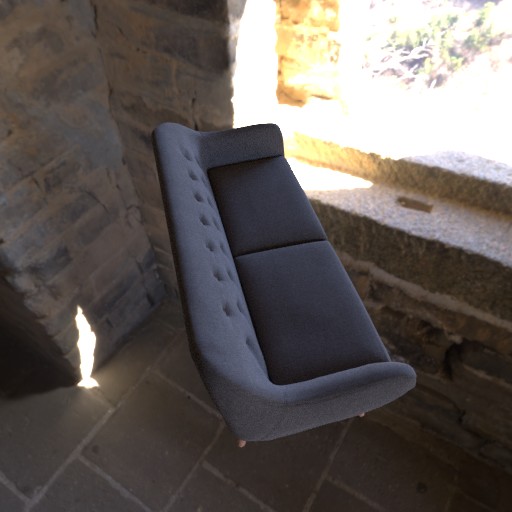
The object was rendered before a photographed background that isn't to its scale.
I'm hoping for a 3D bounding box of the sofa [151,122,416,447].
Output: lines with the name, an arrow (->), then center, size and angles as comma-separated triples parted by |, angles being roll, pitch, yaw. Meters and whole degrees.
sofa -> 0.000, 0.000, 2.276 | 0.820, 0.820, 1.840 | -11, 49, -10
